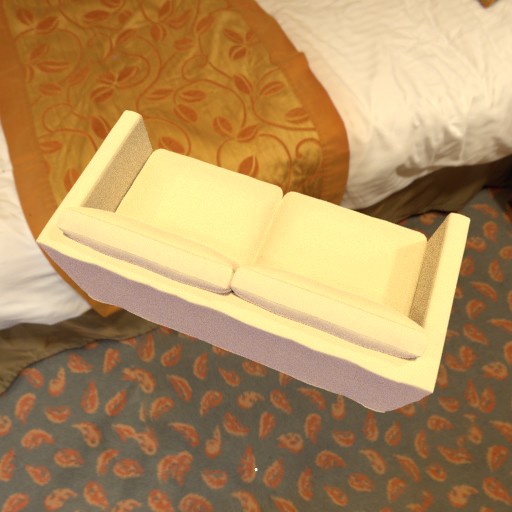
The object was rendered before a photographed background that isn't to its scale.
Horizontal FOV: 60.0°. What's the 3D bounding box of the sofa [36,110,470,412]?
[{"bbox_3d":[0.000,0.000,2.450,1.987,0.870,0.940,20,66,9],"label":"sofa"}]
